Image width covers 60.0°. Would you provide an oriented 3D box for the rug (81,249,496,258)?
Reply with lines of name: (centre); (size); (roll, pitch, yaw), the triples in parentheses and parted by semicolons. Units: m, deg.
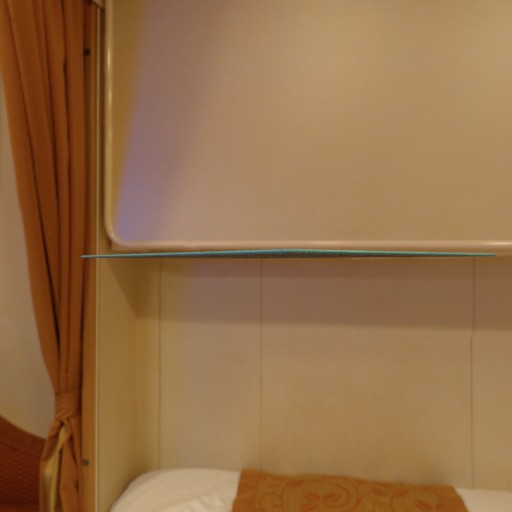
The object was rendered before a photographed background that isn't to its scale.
rug: (0.000, 0.000, 3.430); (1.830, 0.018, 2.769); (1, -1, -38)
